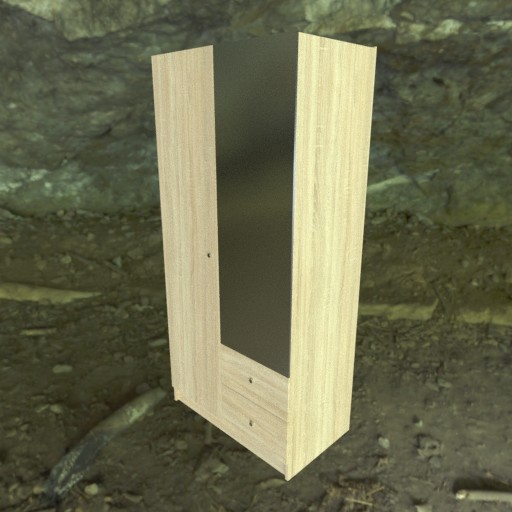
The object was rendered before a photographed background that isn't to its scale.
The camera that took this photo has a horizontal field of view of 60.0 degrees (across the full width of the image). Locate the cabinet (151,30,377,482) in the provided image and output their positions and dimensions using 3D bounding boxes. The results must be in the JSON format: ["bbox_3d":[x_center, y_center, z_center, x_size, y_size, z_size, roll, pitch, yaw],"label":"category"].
[{"bbox_3d":[0.000,0.000,2.506,1.001,2.121,0.590,16,23,42],"label":"cabinet"}]
